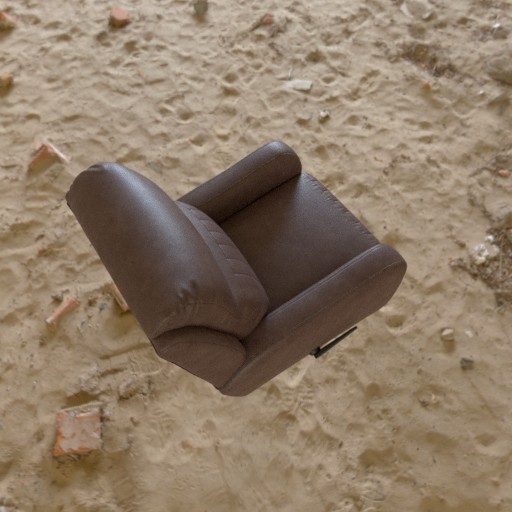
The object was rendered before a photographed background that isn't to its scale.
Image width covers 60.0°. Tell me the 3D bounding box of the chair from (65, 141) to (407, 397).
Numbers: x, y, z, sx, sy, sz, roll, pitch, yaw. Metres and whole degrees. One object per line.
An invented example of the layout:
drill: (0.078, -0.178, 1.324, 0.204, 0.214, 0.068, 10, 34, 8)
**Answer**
chair: (0.000, 0.000, 1.811, 1.067, 1.067, 0.865, -31, 63, -17)
